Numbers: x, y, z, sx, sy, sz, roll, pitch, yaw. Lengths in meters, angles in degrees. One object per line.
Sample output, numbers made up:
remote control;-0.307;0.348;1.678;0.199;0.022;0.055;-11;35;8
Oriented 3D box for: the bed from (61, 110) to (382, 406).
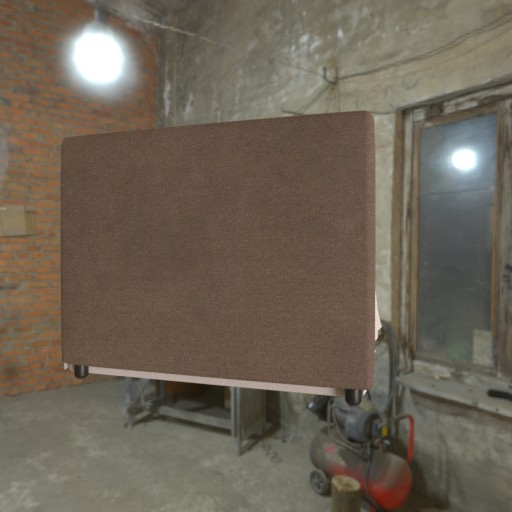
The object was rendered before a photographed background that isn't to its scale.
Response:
bed;0.000;0.000;3.186;1.723;1.330;2.142;0;1;17
